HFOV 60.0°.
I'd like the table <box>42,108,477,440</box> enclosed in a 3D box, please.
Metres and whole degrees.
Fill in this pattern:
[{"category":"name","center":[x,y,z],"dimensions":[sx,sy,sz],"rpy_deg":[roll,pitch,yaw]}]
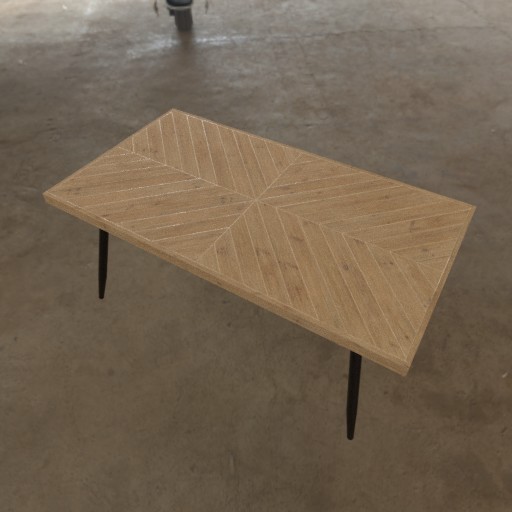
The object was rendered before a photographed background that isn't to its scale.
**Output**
[{"category":"table","center":[0.000,0.000,2.373],"dimensions":[1.803,0.762,0.991],"rpy_deg":[24,50,21]}]
